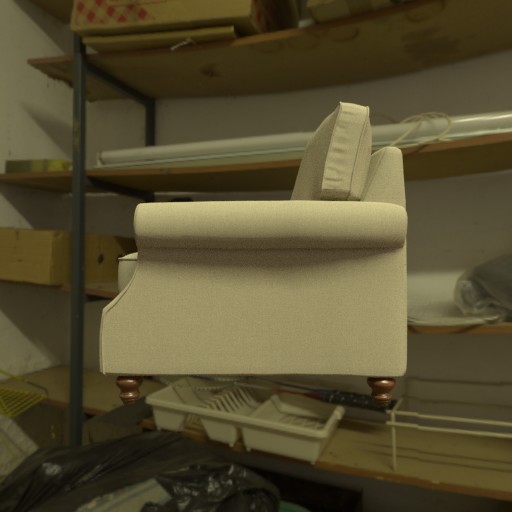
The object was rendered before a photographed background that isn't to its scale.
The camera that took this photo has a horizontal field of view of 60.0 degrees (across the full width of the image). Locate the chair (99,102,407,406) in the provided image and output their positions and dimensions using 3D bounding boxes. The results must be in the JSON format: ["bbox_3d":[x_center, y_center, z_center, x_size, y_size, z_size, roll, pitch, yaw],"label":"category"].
[{"bbox_3d":[0.000,0.000,1.787,0.966,0.967,1.029,0,-1,1],"label":"chair"}]
